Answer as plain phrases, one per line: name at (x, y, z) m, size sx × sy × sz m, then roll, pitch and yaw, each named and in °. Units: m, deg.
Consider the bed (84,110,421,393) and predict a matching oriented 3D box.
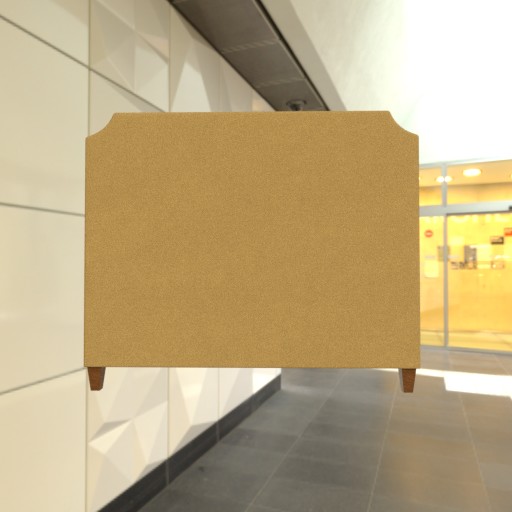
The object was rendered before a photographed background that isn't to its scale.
bed at (0.000, 0.000, 3.380) m, size 1.703 × 1.415 × 2.329 m, roll 0°, pitch -1°, yaw 1°
